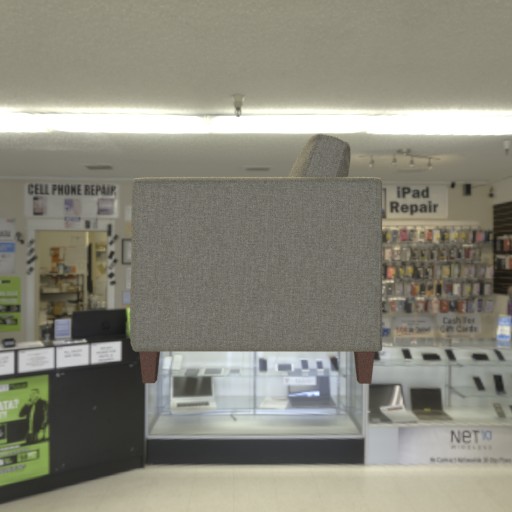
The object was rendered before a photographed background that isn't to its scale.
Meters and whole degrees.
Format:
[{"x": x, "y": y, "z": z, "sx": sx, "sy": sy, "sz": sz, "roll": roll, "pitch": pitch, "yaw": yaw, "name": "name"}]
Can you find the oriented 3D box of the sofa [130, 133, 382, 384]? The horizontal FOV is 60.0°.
[{"x": 0.000, "y": 0.000, "z": 2.691, "sx": 0.956, "sy": 0.960, "sz": 2.208, "roll": 0, "pitch": 0, "yaw": 0, "name": "sofa"}]
